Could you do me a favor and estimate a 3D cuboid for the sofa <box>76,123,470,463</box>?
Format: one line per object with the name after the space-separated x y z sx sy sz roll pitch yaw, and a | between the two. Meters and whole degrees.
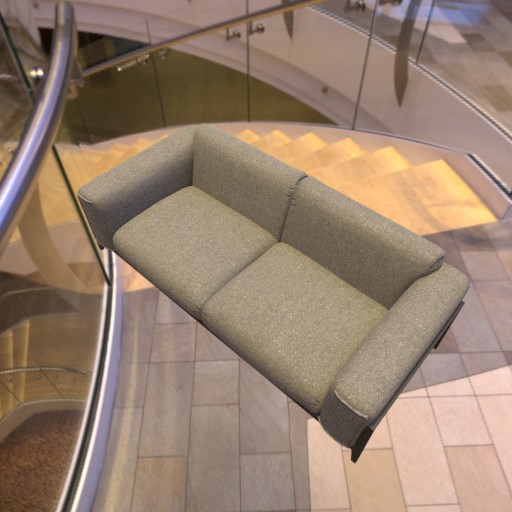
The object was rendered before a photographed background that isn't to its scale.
0.000 0.000 2.599 2.125 0.703 0.985 34 57 26 | sofa
